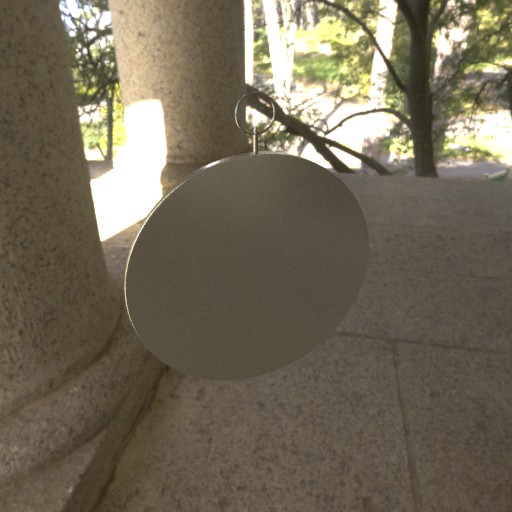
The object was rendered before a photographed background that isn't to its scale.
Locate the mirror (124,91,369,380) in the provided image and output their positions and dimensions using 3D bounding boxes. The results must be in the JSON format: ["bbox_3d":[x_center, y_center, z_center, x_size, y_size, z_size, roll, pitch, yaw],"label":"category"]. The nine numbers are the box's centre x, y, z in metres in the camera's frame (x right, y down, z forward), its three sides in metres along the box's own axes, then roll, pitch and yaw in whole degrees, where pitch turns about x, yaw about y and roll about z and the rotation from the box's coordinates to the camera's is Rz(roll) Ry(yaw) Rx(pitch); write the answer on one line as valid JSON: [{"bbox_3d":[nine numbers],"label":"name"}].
[{"bbox_3d":[0.000,0.000,1.014,0.594,0.713,0.020,-9,29,-17],"label":"mirror"}]
